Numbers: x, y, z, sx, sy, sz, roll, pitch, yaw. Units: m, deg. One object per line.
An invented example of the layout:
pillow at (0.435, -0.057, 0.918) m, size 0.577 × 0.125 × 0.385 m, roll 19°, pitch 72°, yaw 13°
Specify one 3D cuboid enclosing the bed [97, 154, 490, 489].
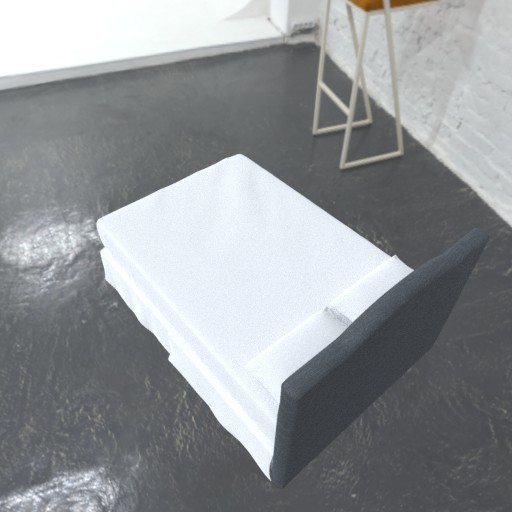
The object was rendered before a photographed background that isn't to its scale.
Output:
bed at (0.000, 0.000, 3.464) m, size 1.747 × 1.441 × 2.507 m, roll -31°, pitch 54°, yaw -26°
